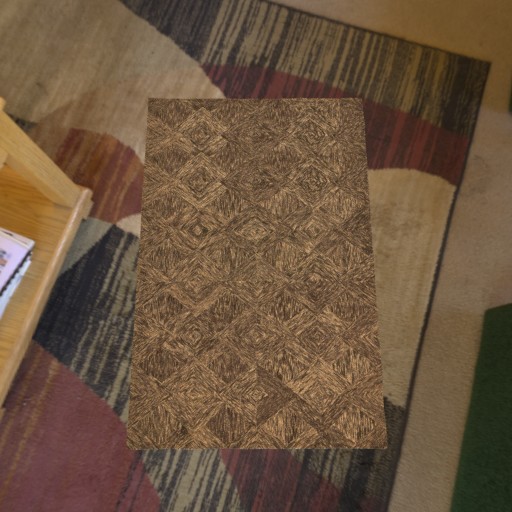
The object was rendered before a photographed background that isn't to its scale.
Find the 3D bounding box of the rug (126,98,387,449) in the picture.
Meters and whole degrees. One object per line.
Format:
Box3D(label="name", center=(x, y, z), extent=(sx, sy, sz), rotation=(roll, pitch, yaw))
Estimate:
Box3D(label="rug", center=(0.000, 0.000, 2.229), extent=(1.189, 0.011, 1.808), rotation=(0, 76, 0))
